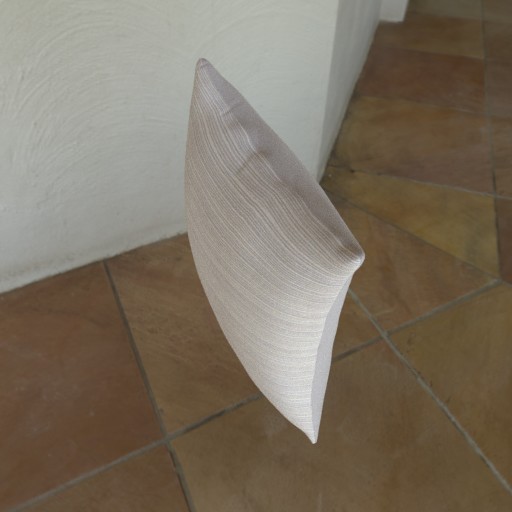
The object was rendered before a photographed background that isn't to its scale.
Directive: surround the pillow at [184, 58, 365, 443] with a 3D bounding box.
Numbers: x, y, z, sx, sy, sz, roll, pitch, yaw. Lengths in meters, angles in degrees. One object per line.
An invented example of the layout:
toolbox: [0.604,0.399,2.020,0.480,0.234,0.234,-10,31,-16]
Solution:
pillow: [0.000,0.000,0.780,0.204,0.497,0.512,-17,49,-16]
